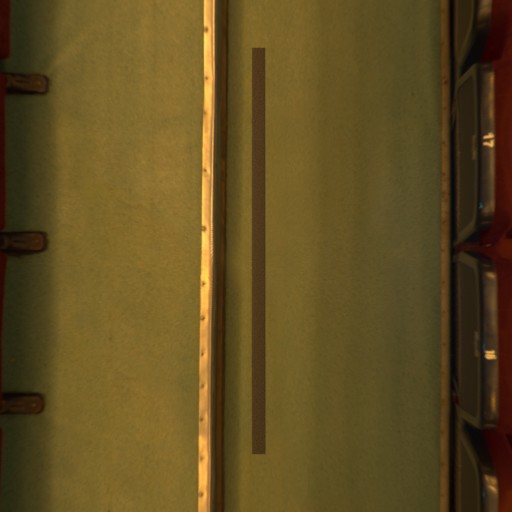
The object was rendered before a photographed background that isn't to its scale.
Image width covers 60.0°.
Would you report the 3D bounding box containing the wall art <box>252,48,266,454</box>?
[{"bbox_3d":[0.000,0.000,0.681,0.013,0.534,0.381,0,88,-1],"label":"wall art"}]
